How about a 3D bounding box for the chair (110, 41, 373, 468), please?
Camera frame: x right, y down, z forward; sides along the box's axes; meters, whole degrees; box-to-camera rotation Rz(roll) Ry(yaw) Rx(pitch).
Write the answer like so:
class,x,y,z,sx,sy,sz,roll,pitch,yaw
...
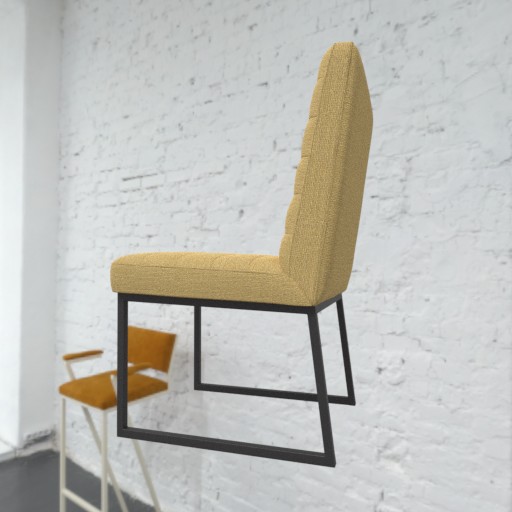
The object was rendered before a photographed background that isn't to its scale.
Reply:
class,x,y,z,sx,sy,sz,roll,pitch,yaw
chair,0.000,0.000,1.268,0.634,0.930,0.520,0,-1,18
